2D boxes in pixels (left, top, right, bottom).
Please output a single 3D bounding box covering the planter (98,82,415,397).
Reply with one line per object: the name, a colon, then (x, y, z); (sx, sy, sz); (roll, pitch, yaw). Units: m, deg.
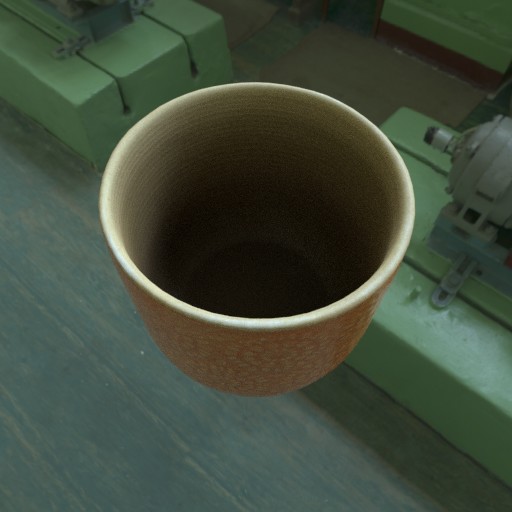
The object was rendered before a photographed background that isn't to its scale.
planter: (0.000, 0.000, 0.291); (0.170, 0.152, 0.170); (0, 58, 0)
